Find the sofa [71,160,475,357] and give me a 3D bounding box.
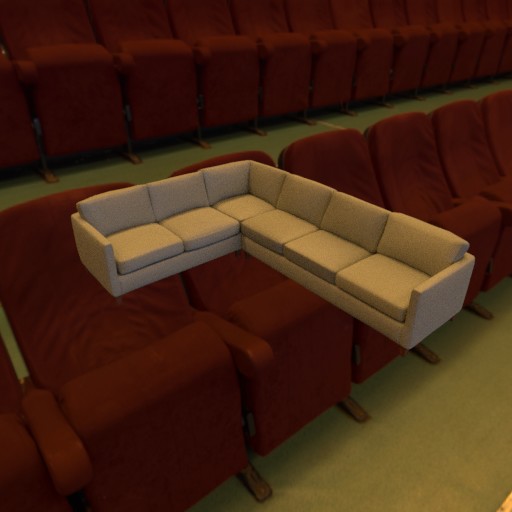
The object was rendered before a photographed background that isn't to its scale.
[{"bbox_3d":[0.000,0.000,4.529,2.592,0.947,3.301,-22,36,-34],"label":"sofa"}]
